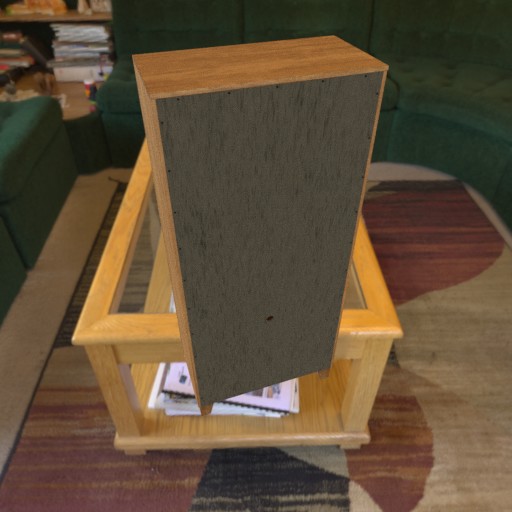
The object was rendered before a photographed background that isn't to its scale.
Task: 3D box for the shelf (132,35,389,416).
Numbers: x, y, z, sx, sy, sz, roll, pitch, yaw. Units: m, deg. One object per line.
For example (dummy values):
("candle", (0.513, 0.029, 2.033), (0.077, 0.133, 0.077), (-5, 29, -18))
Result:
("shelf", (0.000, 0.000, 2.286), (0.864, 1.930, 0.453), (-13, 42, -14))
